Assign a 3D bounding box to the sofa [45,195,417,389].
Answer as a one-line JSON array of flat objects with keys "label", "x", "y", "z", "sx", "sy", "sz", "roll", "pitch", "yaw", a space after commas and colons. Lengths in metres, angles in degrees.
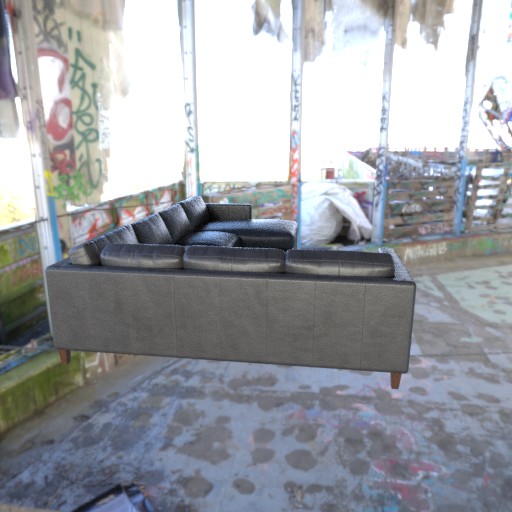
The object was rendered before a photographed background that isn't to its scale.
[{"label": "sofa", "x": 0.000, "y": 0.000, "z": 4.509, "sx": 2.452, "sy": 0.891, "sz": 3.324, "roll": 2, "pitch": 15, "yaw": 8}]
